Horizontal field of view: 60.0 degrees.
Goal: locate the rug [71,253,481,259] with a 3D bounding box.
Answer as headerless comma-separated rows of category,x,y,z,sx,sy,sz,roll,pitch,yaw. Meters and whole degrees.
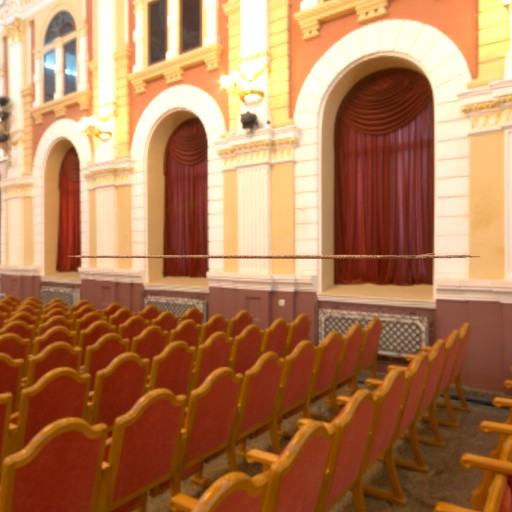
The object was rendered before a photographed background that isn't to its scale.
rug,0.000,0.000,2.026,1.718,0.017,0.905,0,0,36
